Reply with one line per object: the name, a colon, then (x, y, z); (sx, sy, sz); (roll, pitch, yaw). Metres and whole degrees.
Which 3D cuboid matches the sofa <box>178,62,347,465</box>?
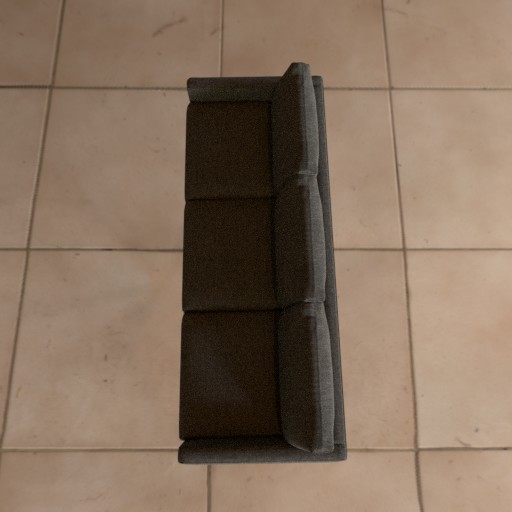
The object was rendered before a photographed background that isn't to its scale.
sofa: (0.000, 0.000, 2.658); (0.876, 0.879, 2.253); (-1, 75, 0)
